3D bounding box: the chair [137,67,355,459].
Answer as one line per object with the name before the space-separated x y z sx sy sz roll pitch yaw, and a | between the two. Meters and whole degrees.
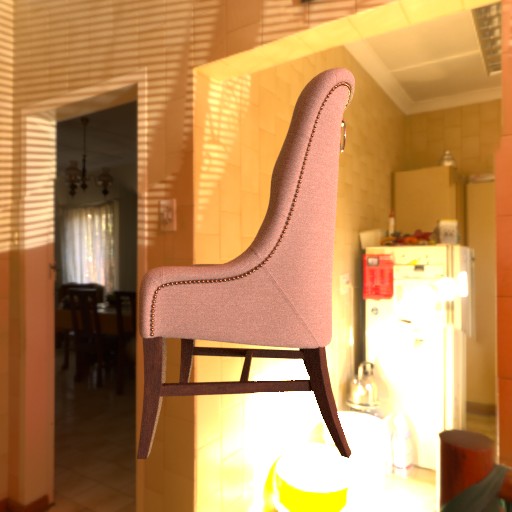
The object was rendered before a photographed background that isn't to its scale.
chair | 0.000 0.000 1.468 0.629 1.091 0.634 0 0 2
